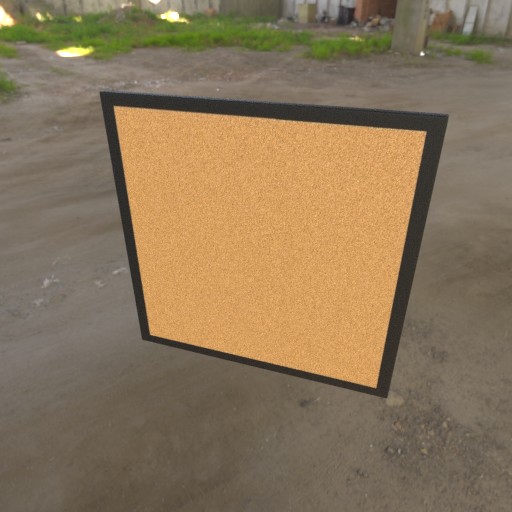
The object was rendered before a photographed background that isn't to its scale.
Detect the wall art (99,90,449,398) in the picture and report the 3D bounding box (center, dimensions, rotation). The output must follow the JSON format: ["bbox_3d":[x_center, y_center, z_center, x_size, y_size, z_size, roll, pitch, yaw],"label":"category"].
[{"bbox_3d":[0.000,0.000,0.979,0.663,0.659,0.016,10,32,16],"label":"wall art"}]
